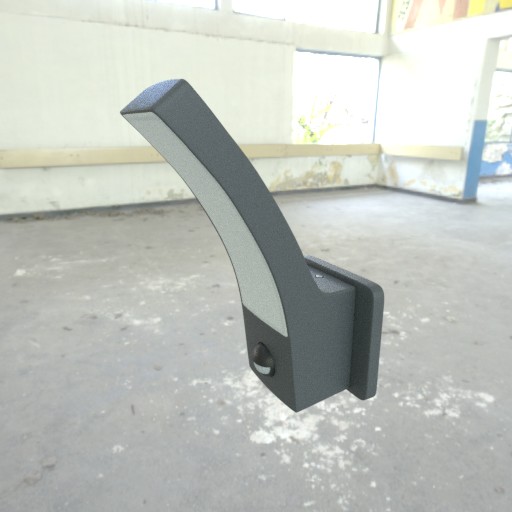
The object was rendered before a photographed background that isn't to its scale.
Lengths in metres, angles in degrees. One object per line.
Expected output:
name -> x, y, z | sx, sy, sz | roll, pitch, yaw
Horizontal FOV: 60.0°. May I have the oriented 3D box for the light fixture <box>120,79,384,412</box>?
light fixture -> 0.000, 0.000, 0.338 | 0.174, 0.243, 0.108 | -9, 18, -27
